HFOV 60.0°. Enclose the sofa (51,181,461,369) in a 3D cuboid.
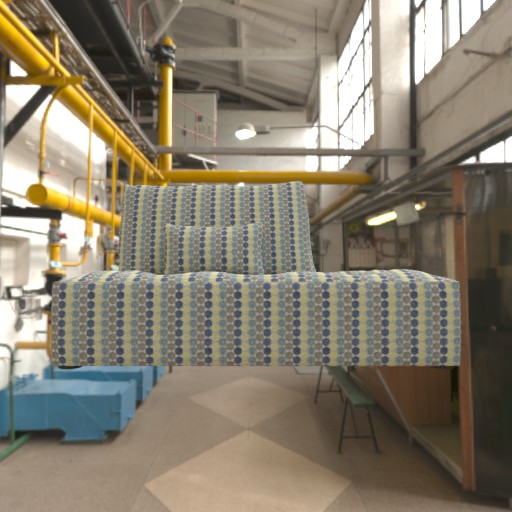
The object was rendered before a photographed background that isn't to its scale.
[{"bbox_3d":[0.000,0.000,2.031,1.450,0.820,1.000,0,-2,0],"label":"sofa"}]
